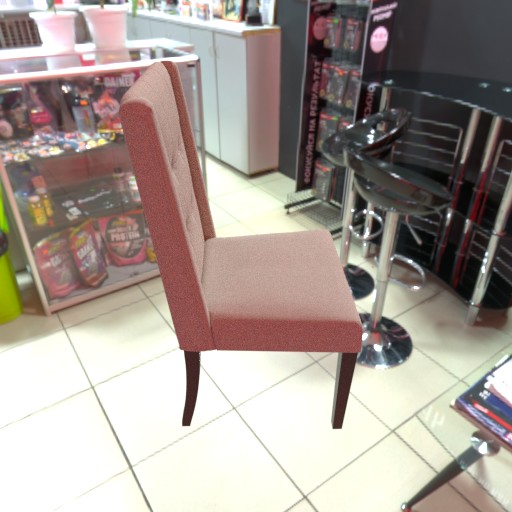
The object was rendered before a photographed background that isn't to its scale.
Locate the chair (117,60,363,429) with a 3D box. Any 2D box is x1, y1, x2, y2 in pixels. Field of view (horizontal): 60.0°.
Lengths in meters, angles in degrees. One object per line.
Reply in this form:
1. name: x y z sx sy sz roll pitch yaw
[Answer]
1. chair: 0.000 0.000 1.241 0.523 0.961 0.474 -1 33 -2
